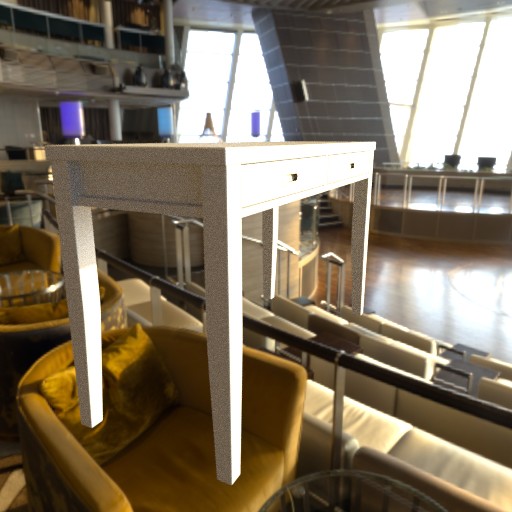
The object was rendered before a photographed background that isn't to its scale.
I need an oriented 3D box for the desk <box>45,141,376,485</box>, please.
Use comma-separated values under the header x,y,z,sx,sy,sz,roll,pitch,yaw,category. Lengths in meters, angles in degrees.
x,y,z,sx,sy,sz,roll,pitch,yaw,category
0.000,0.000,1.569,0.508,0.775,1.220,8,17,27,desk
